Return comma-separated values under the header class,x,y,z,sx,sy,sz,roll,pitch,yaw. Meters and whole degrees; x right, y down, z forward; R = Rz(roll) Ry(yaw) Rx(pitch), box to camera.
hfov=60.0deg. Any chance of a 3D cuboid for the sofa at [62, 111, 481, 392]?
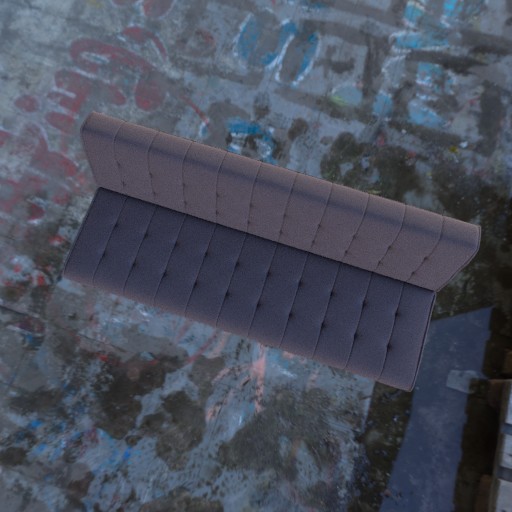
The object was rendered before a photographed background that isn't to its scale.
class,x,y,z,sx,sy,sz,roll,pitch,yaw
sofa,0.000,0.000,2.088,1.703,0.699,0.747,17,77,4
